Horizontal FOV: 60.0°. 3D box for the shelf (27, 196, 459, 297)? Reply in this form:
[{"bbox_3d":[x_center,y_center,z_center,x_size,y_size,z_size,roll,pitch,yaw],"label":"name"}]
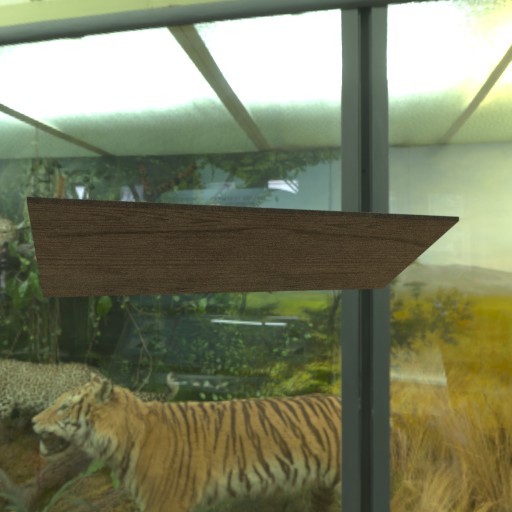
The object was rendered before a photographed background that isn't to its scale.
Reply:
[{"bbox_3d":[0.000,0.000,0.683,0.610,0.125,0.200,0,-1,-21],"label":"shelf"}]
